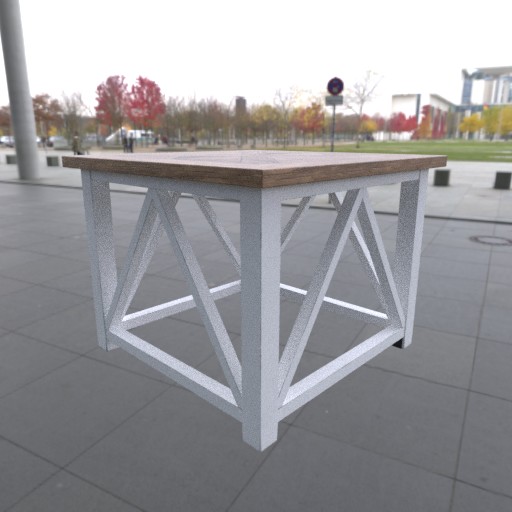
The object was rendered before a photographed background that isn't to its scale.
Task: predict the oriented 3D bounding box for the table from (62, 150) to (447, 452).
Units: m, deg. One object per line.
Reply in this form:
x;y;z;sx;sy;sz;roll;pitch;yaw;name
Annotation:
0.000;0.000;1.204;0.700;0.532;0.700;14;21;42;table
